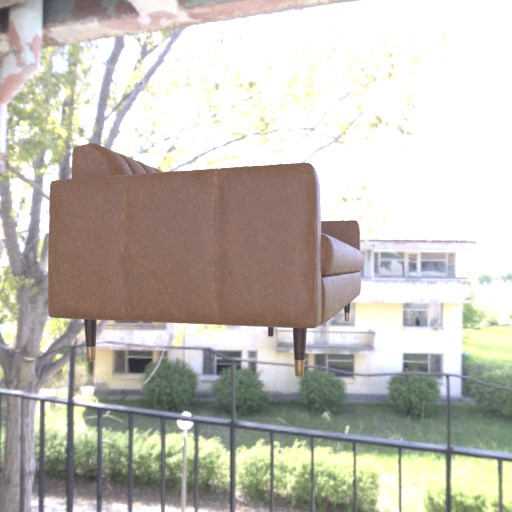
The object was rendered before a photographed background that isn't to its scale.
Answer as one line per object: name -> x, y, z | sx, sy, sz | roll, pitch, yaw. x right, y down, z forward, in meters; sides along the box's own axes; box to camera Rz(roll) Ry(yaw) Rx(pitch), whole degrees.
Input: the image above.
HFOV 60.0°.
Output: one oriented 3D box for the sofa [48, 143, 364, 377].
sofa -> 0.000, 0.000, 2.283 | 0.993, 0.821, 1.847 | 0, -1, 17
